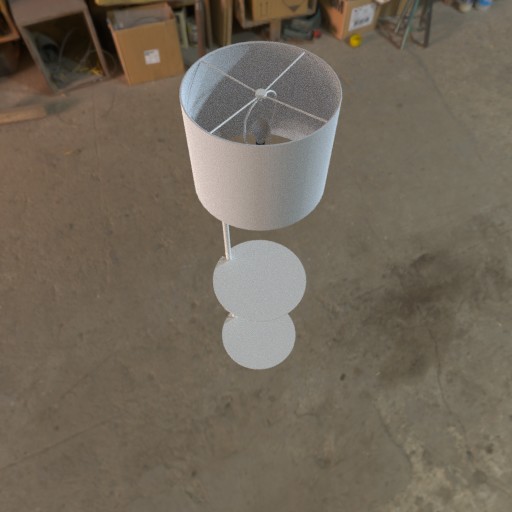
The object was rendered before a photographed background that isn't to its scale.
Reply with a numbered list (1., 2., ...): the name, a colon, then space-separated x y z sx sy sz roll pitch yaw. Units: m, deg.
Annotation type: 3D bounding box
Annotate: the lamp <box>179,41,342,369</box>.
1. lamp: 0.000 0.000 1.640 0.405 1.465 0.372 33 63 19
